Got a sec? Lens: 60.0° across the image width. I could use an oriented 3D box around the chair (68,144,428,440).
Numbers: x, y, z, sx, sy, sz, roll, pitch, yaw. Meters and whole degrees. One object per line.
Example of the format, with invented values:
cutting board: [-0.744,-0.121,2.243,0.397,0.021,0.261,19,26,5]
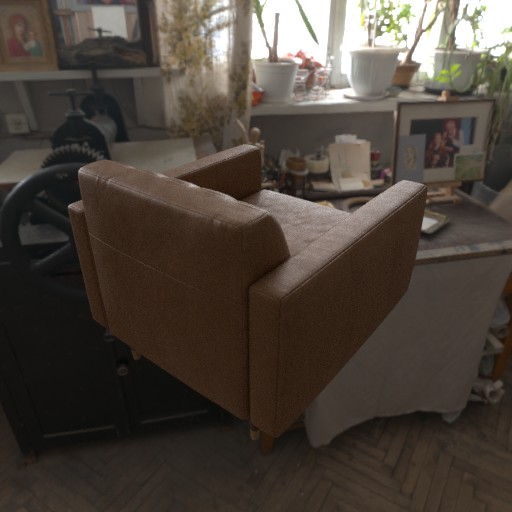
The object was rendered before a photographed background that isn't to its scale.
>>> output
chair: [0.000,0.000,1.699,0.953,0.819,0.998,21,36,33]
